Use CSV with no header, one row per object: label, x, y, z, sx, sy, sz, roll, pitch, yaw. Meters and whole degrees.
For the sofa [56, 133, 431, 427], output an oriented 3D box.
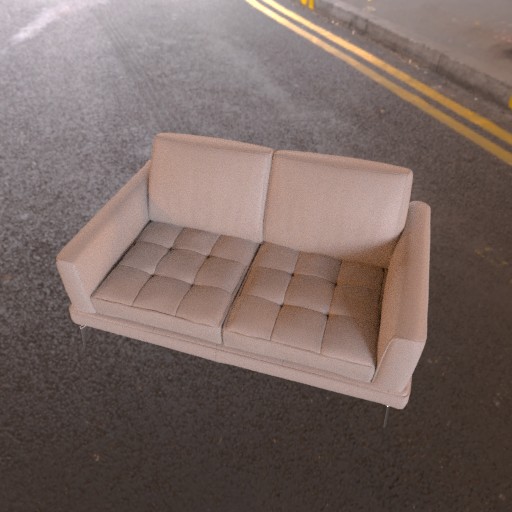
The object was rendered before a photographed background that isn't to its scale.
sofa,0.000,0.000,2.451,1.819,0.930,1.121,12,43,13
